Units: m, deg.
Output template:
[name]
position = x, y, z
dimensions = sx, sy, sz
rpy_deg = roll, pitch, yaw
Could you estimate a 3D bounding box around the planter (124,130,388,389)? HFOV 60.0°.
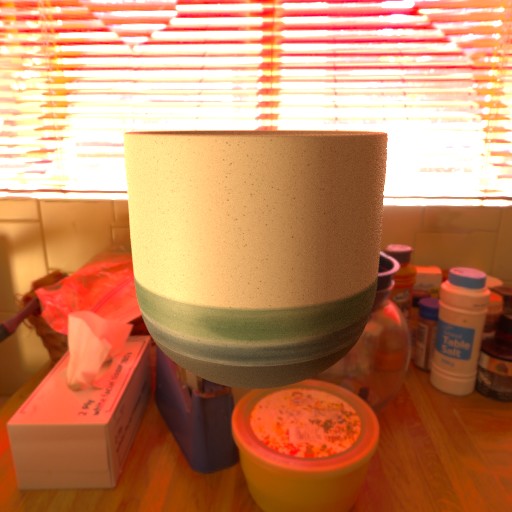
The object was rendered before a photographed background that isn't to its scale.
[planter]
position = 0.000, 0.000, 0.500
dimensions = 0.268, 0.270, 0.268
rpy_deg = 0, 17, 0
